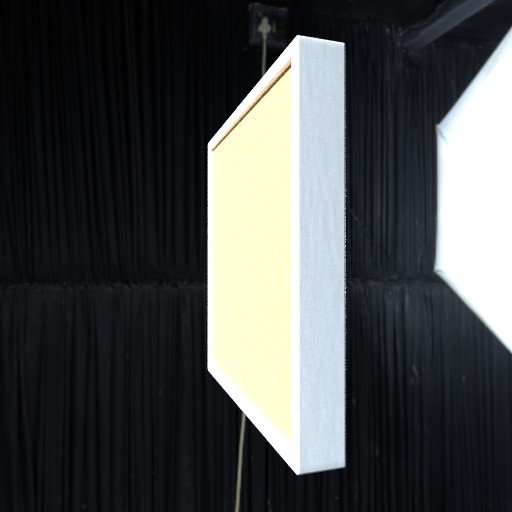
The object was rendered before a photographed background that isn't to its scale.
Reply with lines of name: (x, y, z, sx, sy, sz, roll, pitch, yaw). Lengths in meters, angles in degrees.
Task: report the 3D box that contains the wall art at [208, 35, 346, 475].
wall art: (0.000, 0.000, 0.456, 0.038, 0.305, 0.305, 0, 0, -18)
